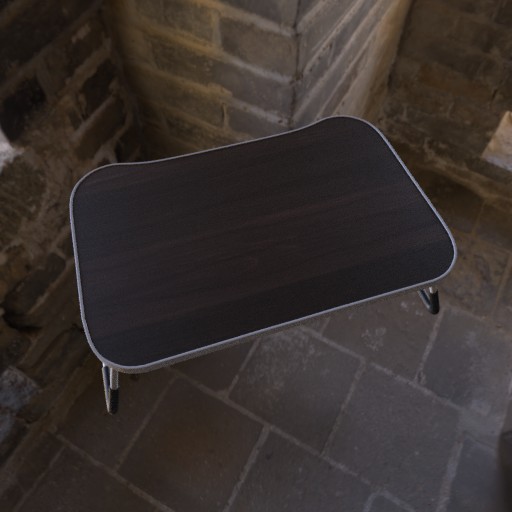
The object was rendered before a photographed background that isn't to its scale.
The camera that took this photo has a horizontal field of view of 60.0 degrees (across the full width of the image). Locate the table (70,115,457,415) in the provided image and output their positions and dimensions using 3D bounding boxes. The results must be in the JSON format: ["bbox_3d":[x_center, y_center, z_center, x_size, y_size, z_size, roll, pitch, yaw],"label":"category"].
[{"bbox_3d":[0.000,0.000,0.841,0.660,0.232,0.400,-15,58,-10],"label":"table"}]
